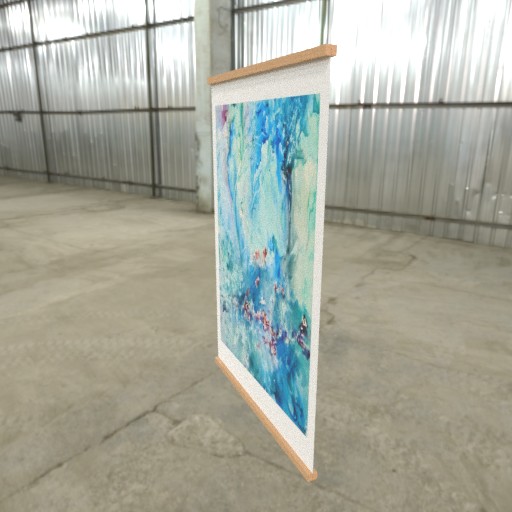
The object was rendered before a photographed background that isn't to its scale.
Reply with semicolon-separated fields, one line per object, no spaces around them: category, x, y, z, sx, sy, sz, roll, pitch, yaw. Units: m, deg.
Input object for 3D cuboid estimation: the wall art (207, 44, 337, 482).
wall art;0.000;0.000;0.768;0.016;0.611;0.401;-8;18;-25
